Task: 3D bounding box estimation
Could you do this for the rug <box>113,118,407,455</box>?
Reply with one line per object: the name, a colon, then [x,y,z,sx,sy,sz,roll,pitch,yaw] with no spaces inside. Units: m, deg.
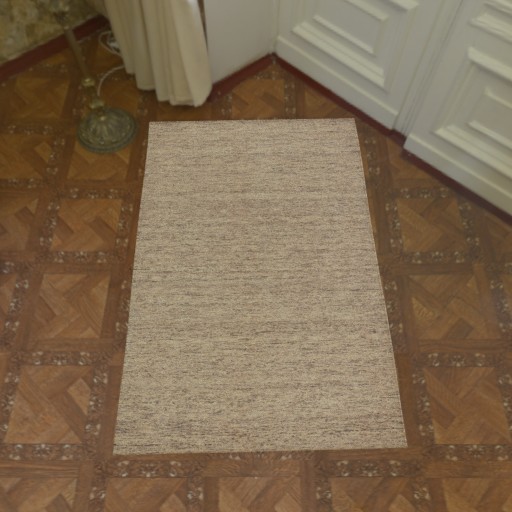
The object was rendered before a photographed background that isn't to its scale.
rug: [0.000,0.000,2.825,1.547,0.013,2.283,-1,63,-1]
